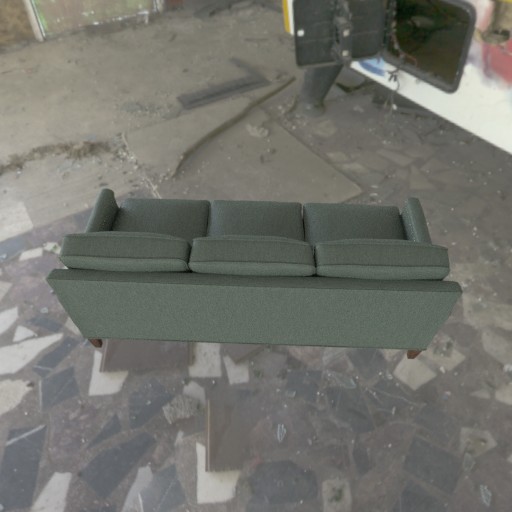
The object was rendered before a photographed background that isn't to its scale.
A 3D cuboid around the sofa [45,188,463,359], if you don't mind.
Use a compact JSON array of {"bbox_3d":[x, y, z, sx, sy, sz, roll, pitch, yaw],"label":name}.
[{"bbox_3d":[0.000,0.000,2.891,2.246,1.003,1.084,2,48,2],"label":"sofa"}]
